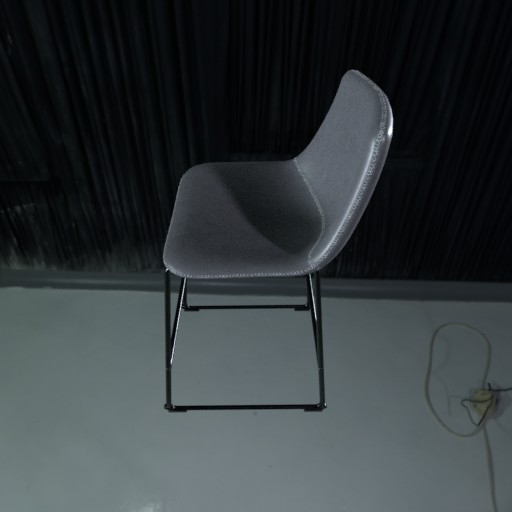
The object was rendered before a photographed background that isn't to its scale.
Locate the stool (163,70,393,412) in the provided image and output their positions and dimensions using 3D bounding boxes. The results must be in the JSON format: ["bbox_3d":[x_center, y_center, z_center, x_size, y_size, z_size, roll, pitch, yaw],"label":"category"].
[{"bbox_3d":[0.000,0.000,1.191,0.546,0.876,0.470,0,41,0],"label":"stool"}]
